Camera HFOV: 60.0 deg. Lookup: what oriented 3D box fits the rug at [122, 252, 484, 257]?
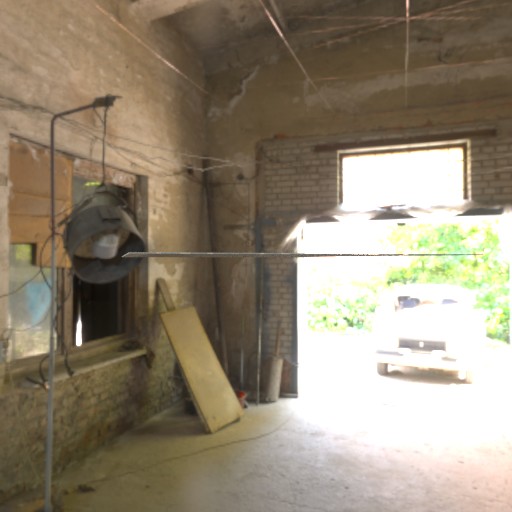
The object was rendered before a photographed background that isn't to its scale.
[{"bbox_3d":[0.000,0.000,4.002,2.283,0.006,2.892,0,-1,-18],"label":"rug"}]
